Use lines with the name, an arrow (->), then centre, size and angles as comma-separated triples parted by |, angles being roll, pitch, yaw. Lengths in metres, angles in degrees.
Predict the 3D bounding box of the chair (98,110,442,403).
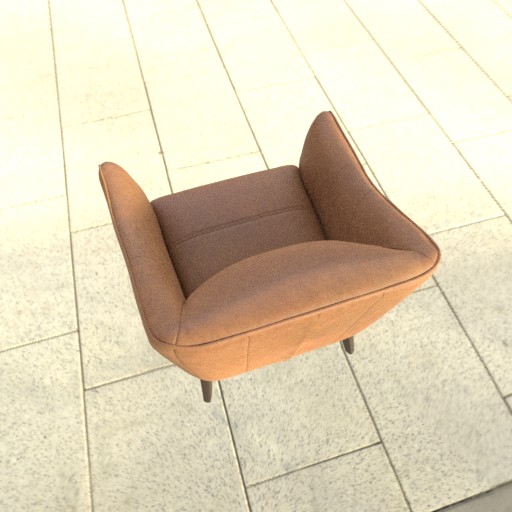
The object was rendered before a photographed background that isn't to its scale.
chair -> 0.000, 0.000, 1.525 | 0.871, 0.830, 0.852 | -16, 59, -10
